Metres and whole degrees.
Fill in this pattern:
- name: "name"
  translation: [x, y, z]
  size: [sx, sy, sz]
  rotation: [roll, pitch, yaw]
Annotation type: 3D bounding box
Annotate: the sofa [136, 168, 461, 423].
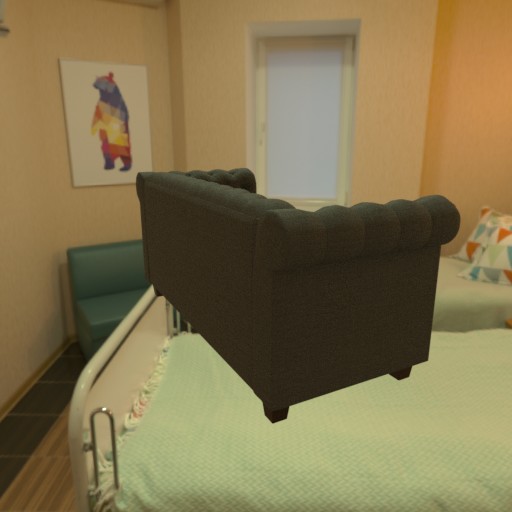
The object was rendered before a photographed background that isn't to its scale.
- name: "sofa"
  translation: [0.000, 0.000, 2.286]
  size: [0.783, 0.797, 1.798]
  rotation: [-8, 17, -27]
